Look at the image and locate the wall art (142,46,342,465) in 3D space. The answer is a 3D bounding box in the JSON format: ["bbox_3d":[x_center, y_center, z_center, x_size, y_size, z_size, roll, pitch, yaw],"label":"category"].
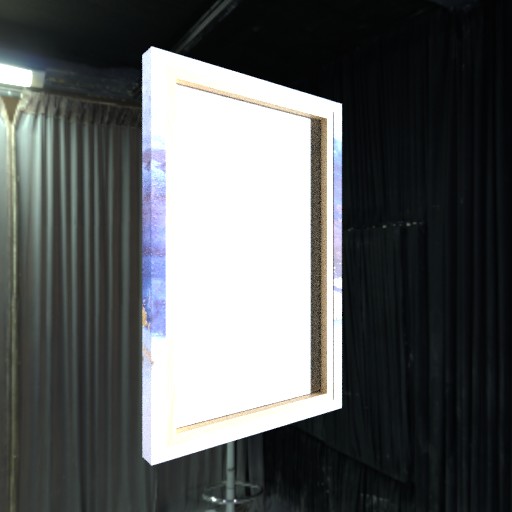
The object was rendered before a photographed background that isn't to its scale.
[{"bbox_3d":[0.000,0.000,1.120,0.583,0.874,0.048,0,0,-37],"label":"wall art"}]
